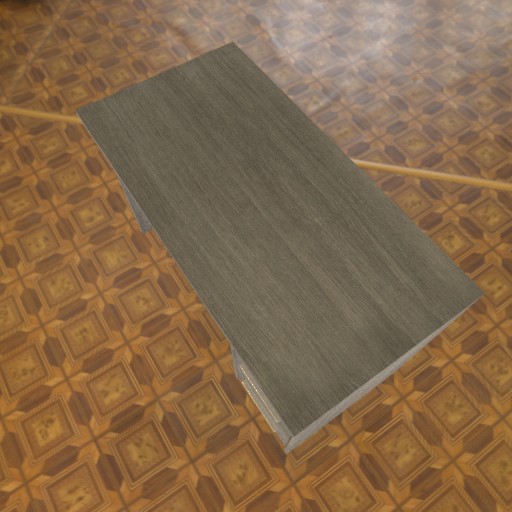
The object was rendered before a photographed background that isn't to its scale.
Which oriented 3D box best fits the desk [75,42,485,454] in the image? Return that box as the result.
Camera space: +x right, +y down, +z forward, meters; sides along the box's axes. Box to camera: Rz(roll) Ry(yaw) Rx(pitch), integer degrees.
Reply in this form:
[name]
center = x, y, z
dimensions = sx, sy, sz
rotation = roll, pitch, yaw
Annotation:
[desk]
center = 0.000, 0.000, 1.506
dimensions = 0.560, 0.735, 1.097
rotation = -31, 66, -15
